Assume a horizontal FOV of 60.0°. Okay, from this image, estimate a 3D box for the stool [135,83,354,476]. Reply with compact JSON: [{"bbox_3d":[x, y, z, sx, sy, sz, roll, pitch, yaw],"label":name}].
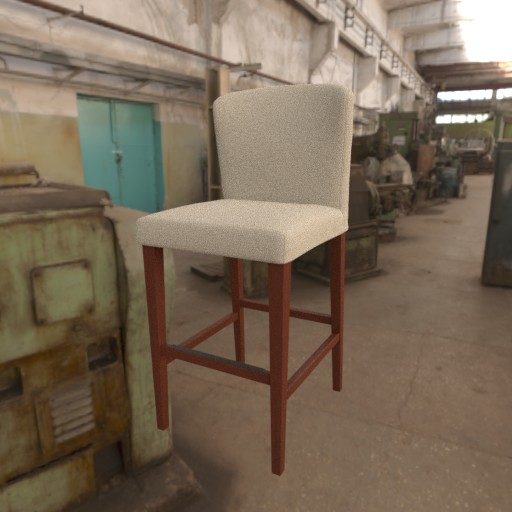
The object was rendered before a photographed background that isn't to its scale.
[{"bbox_3d":[0.000,0.000,1.392,0.481,1.069,0.568,8,16,28],"label":"stool"}]
